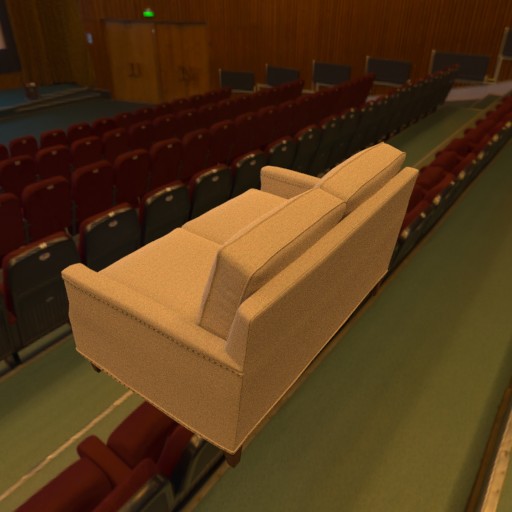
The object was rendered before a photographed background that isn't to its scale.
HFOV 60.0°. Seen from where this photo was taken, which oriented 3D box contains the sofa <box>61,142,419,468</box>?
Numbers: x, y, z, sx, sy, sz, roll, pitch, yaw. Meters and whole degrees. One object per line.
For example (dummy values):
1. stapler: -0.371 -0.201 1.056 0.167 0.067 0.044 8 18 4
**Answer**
1. sofa: 0.000 0.000 2.284 1.084 1.003 1.597 21 38 30
